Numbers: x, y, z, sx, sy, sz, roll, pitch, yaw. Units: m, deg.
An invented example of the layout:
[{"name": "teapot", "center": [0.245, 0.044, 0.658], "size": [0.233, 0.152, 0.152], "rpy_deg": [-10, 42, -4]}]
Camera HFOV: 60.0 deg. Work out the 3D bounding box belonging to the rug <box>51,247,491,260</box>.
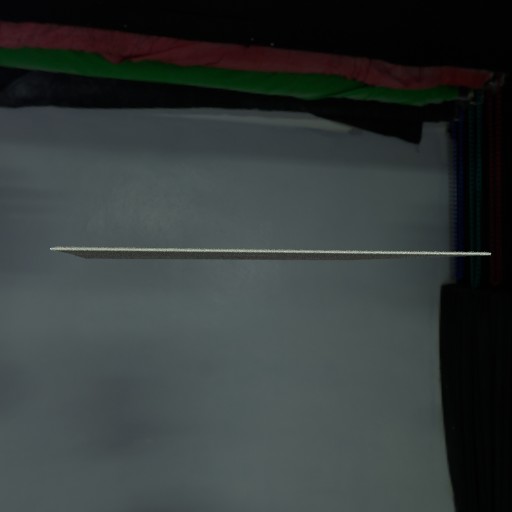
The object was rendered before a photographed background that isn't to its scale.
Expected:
[{"name": "rug", "center": [0.000, 0.000, 2.865], "size": [2.202, 0.014, 1.598], "rpy_deg": [0, -2, -17]}]
